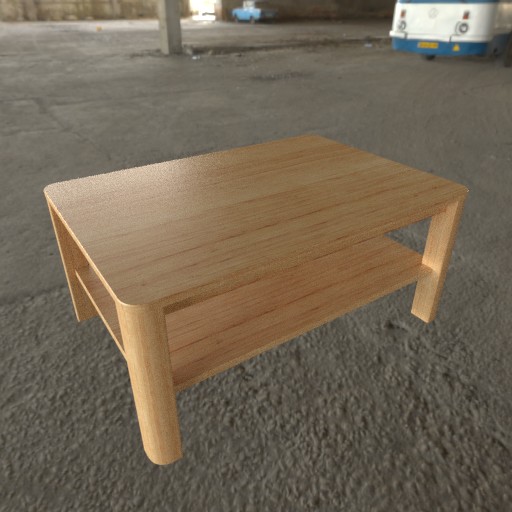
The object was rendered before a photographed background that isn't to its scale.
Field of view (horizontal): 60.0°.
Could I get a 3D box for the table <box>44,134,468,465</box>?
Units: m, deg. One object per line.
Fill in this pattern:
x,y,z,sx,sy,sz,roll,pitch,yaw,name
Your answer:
0.000,0.000,1.353,0.997,0.445,0.696,-19,35,-29,table
